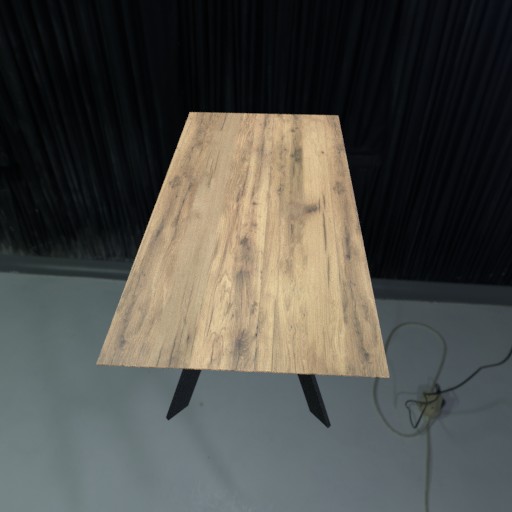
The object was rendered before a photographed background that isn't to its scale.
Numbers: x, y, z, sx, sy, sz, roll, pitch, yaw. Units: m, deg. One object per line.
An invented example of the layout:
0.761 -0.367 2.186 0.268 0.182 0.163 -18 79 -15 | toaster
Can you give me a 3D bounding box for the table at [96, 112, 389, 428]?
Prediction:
0.000 0.000 2.505 1.000 0.770 2.000 2 42 2 | table
